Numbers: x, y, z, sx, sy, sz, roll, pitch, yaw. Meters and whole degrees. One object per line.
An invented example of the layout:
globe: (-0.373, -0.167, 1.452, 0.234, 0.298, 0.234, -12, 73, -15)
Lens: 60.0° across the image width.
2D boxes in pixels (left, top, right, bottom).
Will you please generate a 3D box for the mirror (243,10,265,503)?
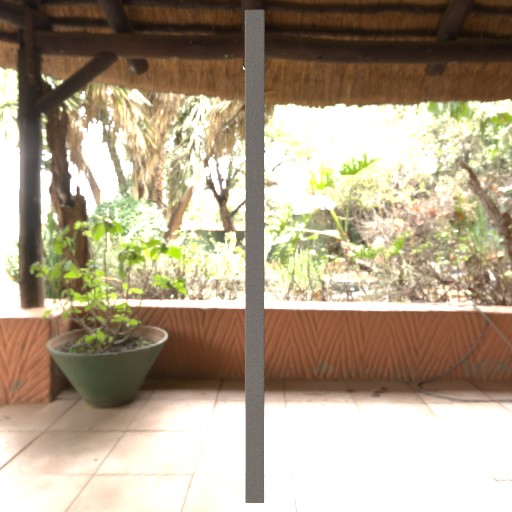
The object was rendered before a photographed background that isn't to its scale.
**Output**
mirror: (0.000, 0.000, 1.125, 0.040, 0.915, 0.609, 0, 1, 1)
